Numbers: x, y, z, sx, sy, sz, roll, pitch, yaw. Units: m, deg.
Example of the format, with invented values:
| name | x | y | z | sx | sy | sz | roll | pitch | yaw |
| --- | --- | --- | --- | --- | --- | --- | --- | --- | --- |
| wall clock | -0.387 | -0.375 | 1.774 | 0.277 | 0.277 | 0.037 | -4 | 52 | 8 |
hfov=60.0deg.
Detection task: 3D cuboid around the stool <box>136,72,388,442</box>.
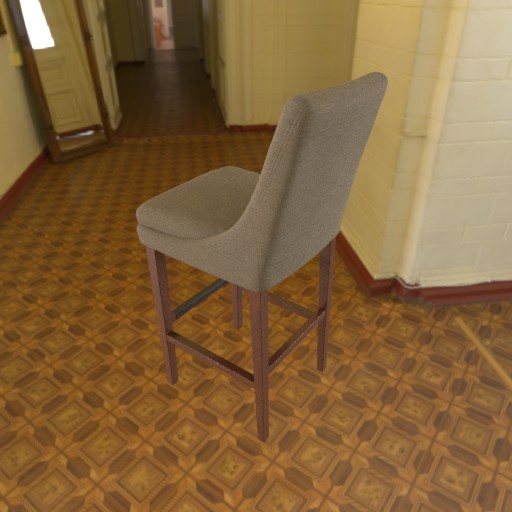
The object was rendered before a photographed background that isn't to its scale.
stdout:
| name | x | y | z | sx | sy | sz | roll | pitch | yaw |
| --- | --- | --- | --- | --- | --- | --- | --- | --- | --- |
| stool | 0.000 | 0.000 | 1.392 | 0.577 | 1.078 | 0.470 | 21 | 37 | 31 |
